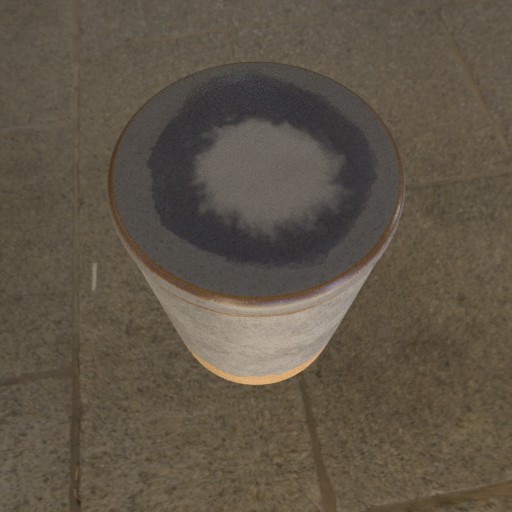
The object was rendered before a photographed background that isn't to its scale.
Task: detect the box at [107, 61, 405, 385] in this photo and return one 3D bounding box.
[{"bbox_3d":[0.000,0.000,0.248,0.118,0.168,0.118,0,64,0],"label":"box"}]
